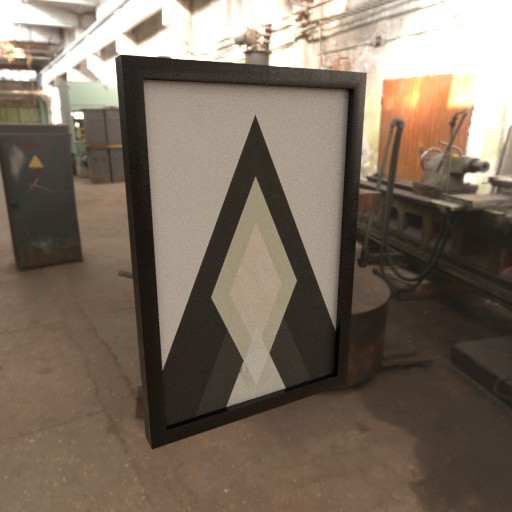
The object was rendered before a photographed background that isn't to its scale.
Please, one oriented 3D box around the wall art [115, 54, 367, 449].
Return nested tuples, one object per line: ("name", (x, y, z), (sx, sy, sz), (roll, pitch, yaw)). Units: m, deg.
("wall art", (0.000, 0.000, 0.577), (0.313, 0.457, 0.031), (-9, 18, -27))
